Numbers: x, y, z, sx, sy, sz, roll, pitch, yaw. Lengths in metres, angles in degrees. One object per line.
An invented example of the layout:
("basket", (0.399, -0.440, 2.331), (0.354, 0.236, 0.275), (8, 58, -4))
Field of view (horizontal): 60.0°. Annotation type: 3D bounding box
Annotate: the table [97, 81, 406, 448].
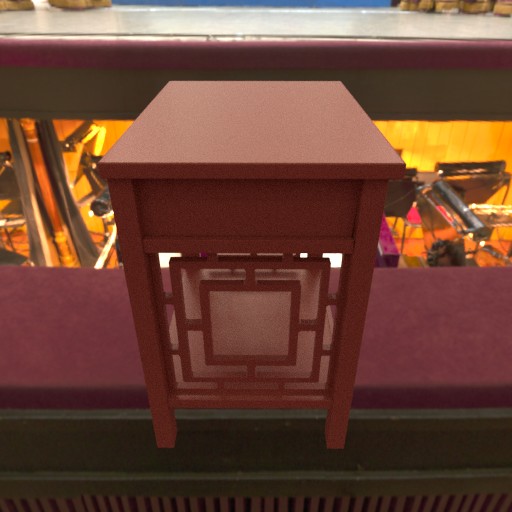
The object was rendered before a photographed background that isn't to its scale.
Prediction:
("table", (0.000, 0.000, 1.067), (0.451, 0.686, 0.599), (0, 32, 0))
